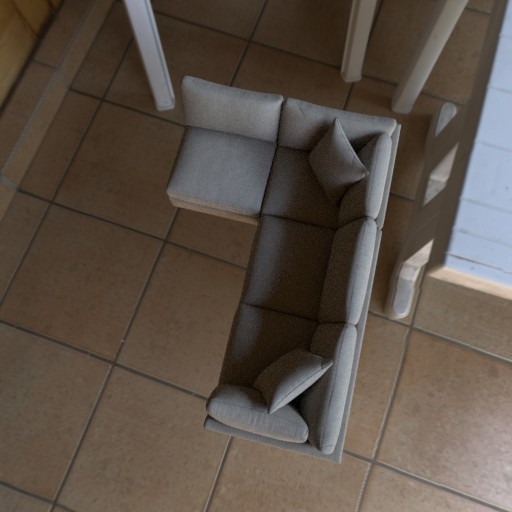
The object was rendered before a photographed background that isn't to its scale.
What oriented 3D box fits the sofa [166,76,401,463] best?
[{"bbox_3d":[0.000,0.000,3.871,1.994,0.978,2.896,13,76,3],"label":"sofa"}]
